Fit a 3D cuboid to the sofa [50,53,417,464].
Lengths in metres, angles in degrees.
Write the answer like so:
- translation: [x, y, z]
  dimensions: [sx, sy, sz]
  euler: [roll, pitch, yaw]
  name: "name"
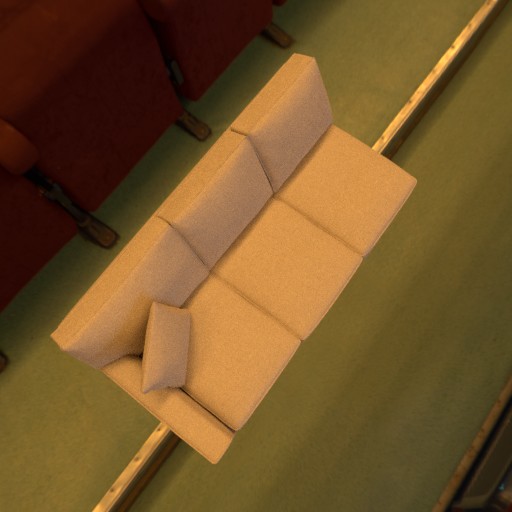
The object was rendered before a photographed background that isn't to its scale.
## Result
- translation: [0.000, 0.000, 2.538]
  dimensions: [1.034, 0.946, 1.962]
  euler: [36, 77, 10]
  name: "sofa"
